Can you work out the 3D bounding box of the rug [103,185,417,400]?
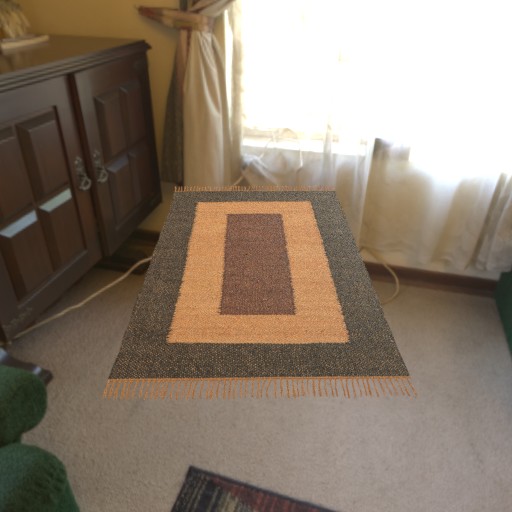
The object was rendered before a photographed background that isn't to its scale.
[{"bbox_3d":[0.000,0.000,1.920,0.920,0.013,1.541,0,32,-1],"label":"rug"}]
